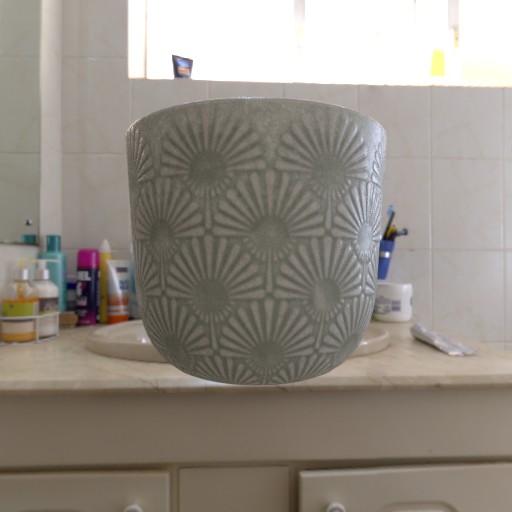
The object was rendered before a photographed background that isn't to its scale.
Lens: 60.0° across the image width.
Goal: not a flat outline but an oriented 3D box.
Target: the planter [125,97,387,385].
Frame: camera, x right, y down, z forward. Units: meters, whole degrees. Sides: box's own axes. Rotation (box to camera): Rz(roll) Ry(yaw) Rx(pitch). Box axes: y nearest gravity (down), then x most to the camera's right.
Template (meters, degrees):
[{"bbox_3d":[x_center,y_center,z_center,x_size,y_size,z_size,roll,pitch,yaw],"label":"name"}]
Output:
[{"bbox_3d":[0.000,0.000,0.298,0.170,0.152,0.170,0,-1,0],"label":"planter"}]
